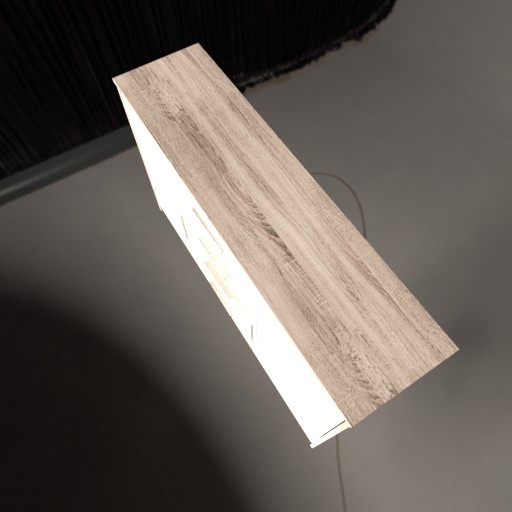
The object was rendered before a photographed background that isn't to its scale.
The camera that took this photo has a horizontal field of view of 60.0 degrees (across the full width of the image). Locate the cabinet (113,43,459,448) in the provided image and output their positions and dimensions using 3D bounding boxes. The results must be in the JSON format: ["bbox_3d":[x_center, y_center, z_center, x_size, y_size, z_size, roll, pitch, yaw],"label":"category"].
[{"bbox_3d":[0.000,0.000,1.827,0.380,0.900,1.450,-29,67,-14],"label":"cabinet"}]
